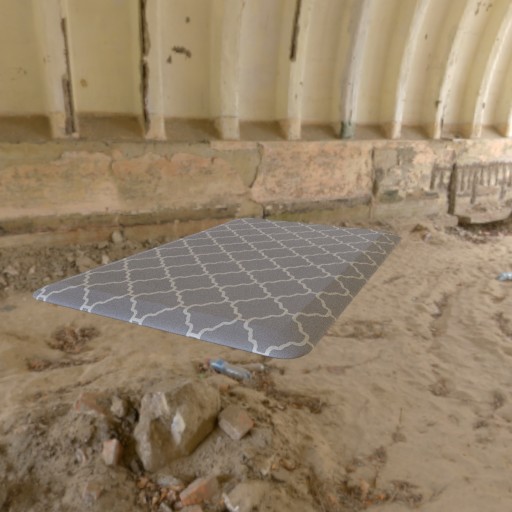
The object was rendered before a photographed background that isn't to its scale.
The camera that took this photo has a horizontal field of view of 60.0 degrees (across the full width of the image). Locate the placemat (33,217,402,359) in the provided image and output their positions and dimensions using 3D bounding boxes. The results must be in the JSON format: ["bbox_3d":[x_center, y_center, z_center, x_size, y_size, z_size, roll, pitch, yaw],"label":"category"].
[{"bbox_3d":[0.000,0.000,0.973,0.508,0.021,0.762,8,18,26],"label":"placemat"}]
